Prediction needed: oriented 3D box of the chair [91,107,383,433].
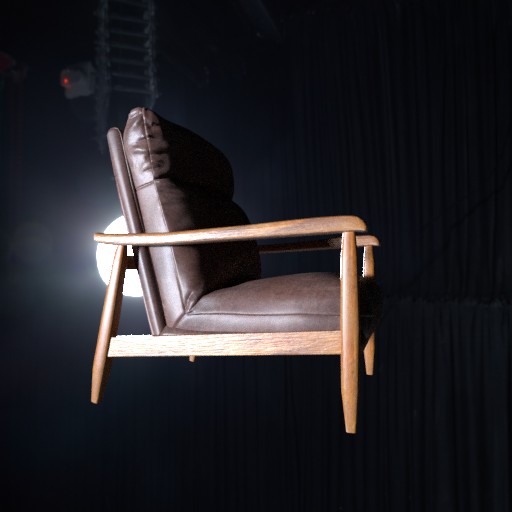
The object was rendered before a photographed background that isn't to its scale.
[{"bbox_3d":[0.000,0.000,1.528,0.830,0.897,0.782,-1,-2,18],"label":"chair"}]
